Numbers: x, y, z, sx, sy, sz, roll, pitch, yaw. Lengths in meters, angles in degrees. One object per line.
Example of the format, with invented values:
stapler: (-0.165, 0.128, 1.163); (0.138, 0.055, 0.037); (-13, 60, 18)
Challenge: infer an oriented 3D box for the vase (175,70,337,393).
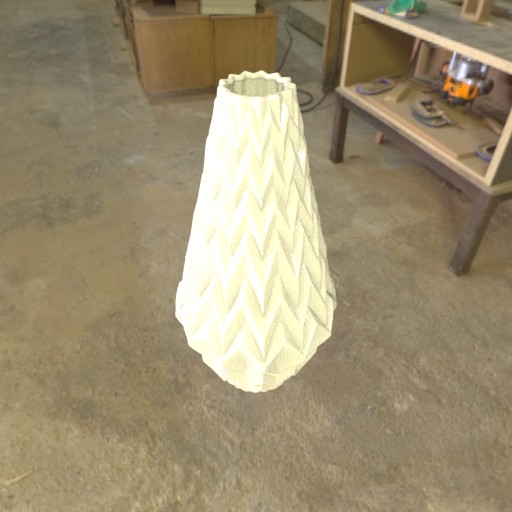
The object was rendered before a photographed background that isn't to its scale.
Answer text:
vase: (0.000, 0.000, 0.423); (0.167, 0.328, 0.167); (0, 41, 0)
